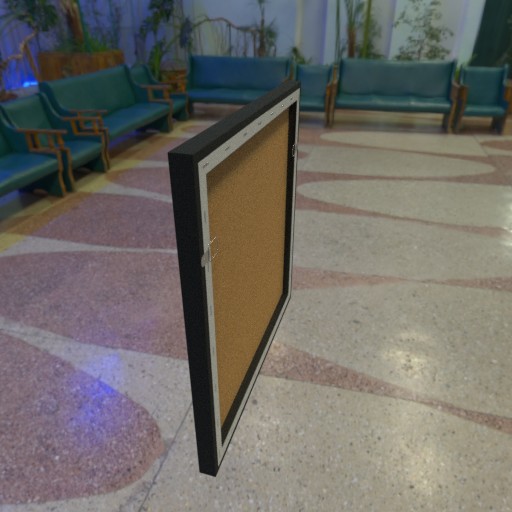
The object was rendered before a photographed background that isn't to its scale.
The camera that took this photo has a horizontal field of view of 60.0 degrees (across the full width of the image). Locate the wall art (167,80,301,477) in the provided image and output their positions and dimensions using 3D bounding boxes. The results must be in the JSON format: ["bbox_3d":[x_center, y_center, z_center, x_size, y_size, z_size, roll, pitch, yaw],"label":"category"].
[{"bbox_3d":[0.000,0.000,1.157,0.044,0.758,0.758,9,31,15],"label":"wall art"}]
